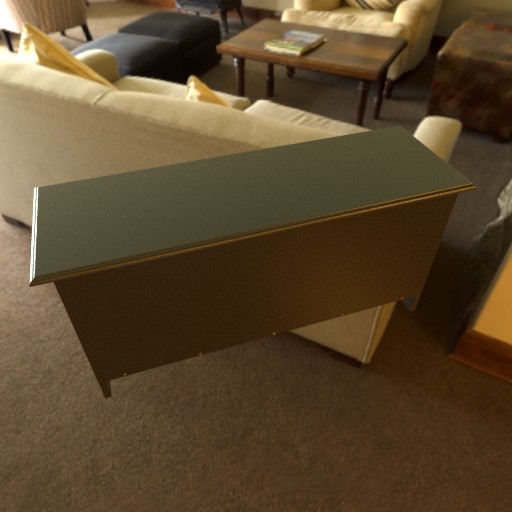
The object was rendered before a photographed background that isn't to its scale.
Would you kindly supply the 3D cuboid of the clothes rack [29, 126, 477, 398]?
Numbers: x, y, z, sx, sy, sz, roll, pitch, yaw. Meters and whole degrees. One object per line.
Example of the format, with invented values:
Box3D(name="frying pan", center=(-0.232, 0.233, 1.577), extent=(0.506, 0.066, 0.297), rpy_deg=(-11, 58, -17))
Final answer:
Box3D(name="clothes rack", center=(0.000, 0.000, 1.466), extent=(1.219, 0.556, 0.406), rpy_deg=(-13, 44, -14))
